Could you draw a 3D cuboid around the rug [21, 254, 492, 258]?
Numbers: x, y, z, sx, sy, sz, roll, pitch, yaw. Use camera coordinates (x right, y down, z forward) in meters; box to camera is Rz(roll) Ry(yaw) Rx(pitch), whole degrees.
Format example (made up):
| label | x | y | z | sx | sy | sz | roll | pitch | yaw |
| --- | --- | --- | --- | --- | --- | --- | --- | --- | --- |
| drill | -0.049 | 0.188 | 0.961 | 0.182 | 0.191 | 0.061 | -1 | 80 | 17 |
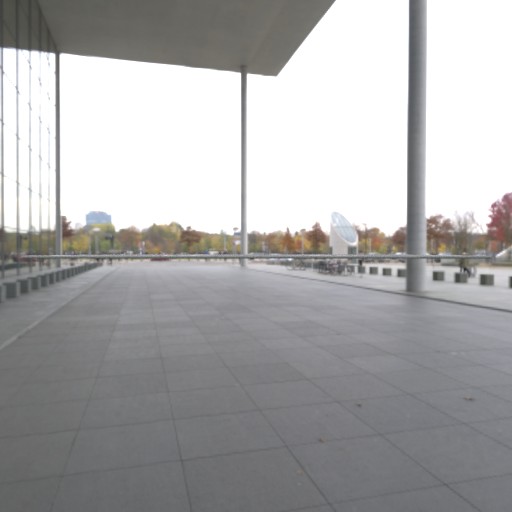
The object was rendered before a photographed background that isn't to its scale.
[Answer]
| label | x | y | z | sx | sy | sz | roll | pitch | yaw |
| --- | --- | --- | --- | --- | --- | --- | --- | --- | --- |
| rug | 0.000 | 0.000 | 2.898 | 2.290 | 0.014 | 1.526 | 0 | 0 | 0 |
